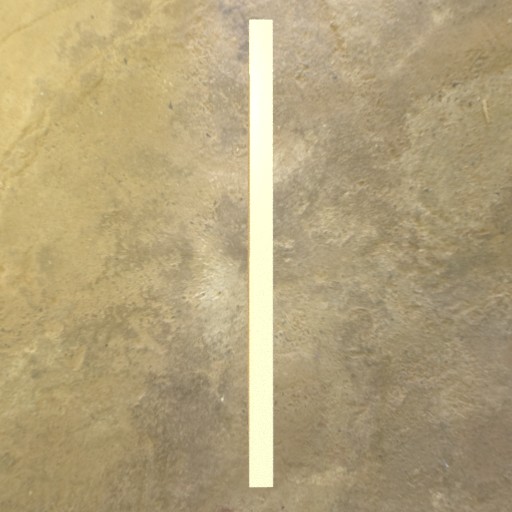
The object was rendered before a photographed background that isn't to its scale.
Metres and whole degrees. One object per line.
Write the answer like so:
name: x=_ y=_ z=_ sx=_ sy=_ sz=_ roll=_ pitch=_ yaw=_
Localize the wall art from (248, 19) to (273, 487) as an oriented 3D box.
wall art: x=0.000 y=0.000 z=0.657 sx=0.023 sy=0.453 sz=0.455 roll=0 pitch=89 yaw=-1
